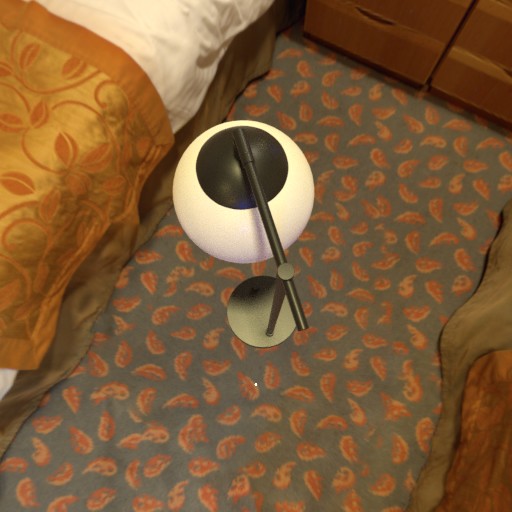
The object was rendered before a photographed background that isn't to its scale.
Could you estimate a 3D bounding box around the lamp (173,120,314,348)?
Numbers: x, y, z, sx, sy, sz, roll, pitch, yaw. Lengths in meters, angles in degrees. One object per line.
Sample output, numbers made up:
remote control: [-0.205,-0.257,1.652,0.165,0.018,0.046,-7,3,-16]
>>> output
lamp: [0.000,0.000,0.724,0.197,0.559,0.316,-16,74,-5]
